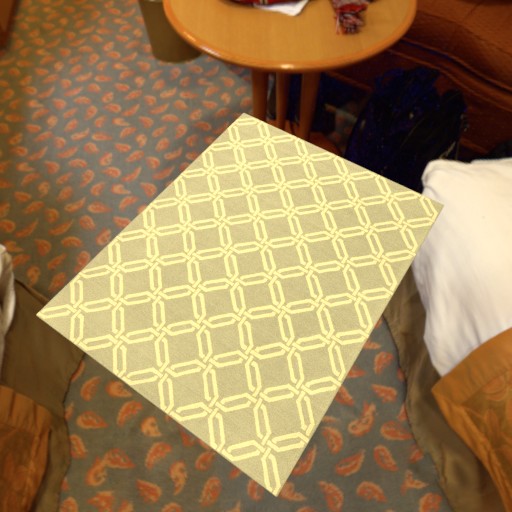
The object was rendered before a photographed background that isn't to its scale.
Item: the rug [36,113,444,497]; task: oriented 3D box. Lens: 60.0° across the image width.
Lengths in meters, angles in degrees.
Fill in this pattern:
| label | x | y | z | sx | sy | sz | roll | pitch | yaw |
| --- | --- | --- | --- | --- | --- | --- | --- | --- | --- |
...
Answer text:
| label | x | y | z | sx | sy | sz | roll | pitch | yaw |
| --- | --- | --- | --- | --- | --- | --- | --- | --- | --- |
| rug | 0.000 | 0.000 | 3.837 | 2.288 | 0.018 | 2.895 | 30 | 62 | 17 |
